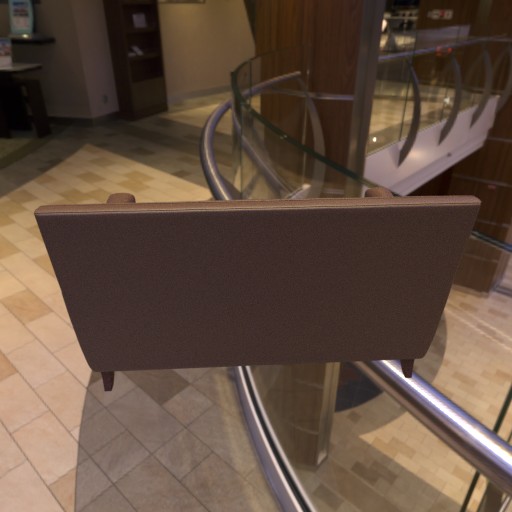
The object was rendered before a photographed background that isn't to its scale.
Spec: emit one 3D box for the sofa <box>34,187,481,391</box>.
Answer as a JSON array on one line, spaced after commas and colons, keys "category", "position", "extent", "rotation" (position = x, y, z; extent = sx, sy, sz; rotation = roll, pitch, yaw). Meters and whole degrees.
[{"category": "sofa", "position": [0.000, 0.000, 2.017], "extent": [1.468, 0.859, 0.853], "rotation": [-2, 30, -3]}]
